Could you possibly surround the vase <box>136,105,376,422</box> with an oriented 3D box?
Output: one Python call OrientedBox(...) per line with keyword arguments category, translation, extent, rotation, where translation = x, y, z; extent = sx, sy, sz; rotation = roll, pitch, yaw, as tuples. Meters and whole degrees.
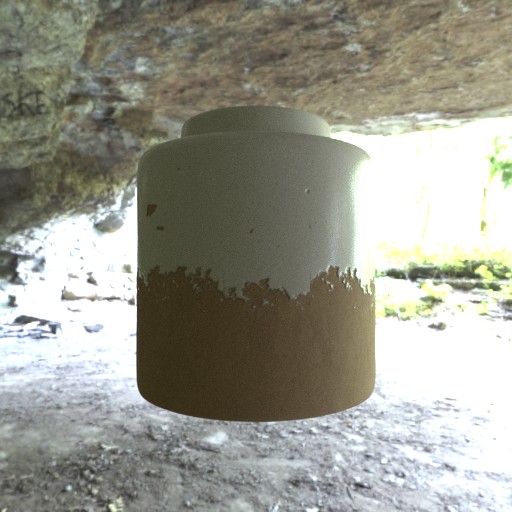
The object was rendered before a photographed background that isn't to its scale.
OrientedBox(category="vase", translation=(0.000, 0.000, 0.294), extent=(0.153, 0.167, 0.153), rotation=(0, -1, 0))
